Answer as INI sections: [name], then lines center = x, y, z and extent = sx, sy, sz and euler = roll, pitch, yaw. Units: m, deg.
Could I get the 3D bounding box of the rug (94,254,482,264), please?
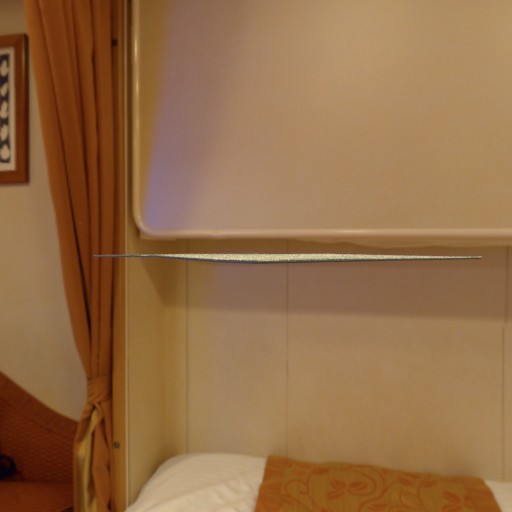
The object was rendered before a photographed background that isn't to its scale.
[rug]
center = 0.000, 0.000, 3.111
extent = 1.624, 0.030, 2.349
euler = -1, 1, -34
